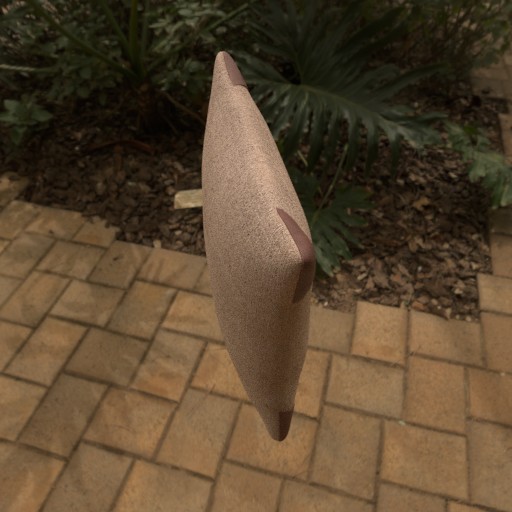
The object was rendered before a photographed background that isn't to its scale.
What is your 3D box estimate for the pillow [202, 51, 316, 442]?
[{"bbox_3d":[0.000,0.000,0.673,0.147,0.448,0.437,-10,47,-9],"label":"pillow"}]
